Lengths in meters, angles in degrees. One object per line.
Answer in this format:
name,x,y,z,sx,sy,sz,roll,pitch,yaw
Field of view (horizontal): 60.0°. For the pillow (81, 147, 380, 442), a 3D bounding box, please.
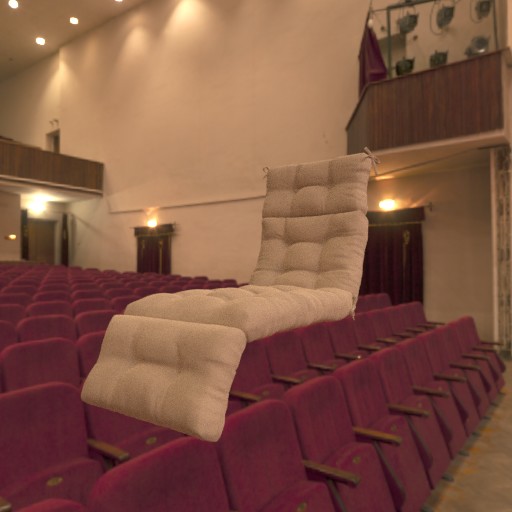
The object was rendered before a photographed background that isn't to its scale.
pillow,0.000,0.000,1.504,0.526,0.863,1.016,-1,-2,36
